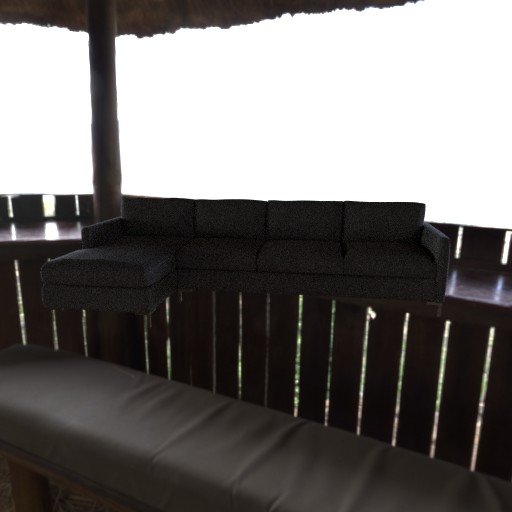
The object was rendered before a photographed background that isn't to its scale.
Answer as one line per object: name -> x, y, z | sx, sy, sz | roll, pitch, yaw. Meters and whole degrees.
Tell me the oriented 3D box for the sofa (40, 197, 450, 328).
sofa -> 0.000, 0.000, 3.552 | 2.932, 0.810, 1.350 | 2, 13, 9
